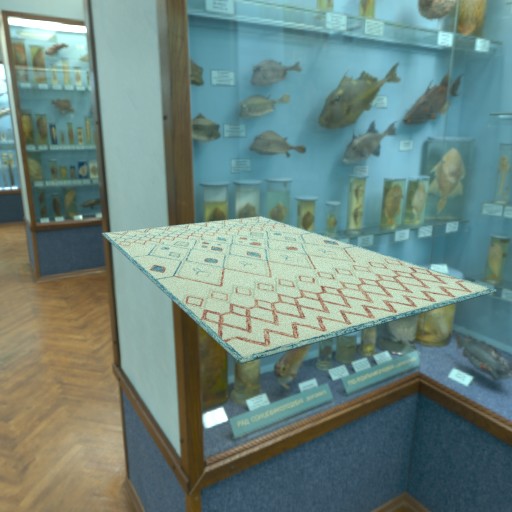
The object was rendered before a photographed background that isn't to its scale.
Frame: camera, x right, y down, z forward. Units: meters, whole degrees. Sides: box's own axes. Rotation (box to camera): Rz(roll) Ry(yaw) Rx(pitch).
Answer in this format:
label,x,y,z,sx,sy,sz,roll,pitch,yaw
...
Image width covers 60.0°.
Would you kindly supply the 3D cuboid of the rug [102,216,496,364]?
label,x,y,z,sx,sy,sz,roll,pitch,yaw
rug,0.000,0.000,2.982,1.524,0.015,2.438,-9,18,-29
